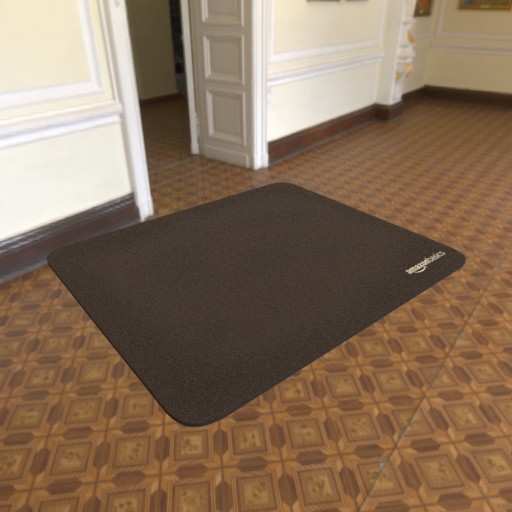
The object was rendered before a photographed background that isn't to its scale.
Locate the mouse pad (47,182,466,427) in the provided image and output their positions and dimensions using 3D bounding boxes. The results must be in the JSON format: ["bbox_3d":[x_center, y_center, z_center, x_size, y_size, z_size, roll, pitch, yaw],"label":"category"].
[{"bbox_3d":[0.000,0.000,0.332,0.249,0.002,0.211,-22,37,-33],"label":"mouse pad"}]
